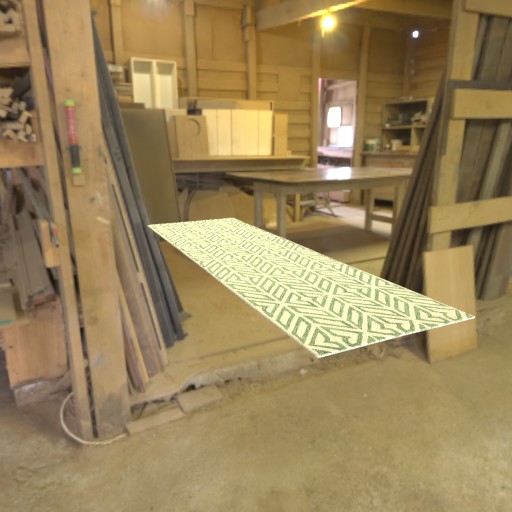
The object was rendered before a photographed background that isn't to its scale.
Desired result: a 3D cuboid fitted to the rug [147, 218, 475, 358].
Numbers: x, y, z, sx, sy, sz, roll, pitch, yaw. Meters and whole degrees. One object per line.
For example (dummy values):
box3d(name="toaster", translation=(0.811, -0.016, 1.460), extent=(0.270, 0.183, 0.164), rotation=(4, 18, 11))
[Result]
box3d(name="rug", translation=(0.000, 0.000, 2.659), extent=(0.750, 0.009, 2.435), rotation=(-7, 17, -25))
